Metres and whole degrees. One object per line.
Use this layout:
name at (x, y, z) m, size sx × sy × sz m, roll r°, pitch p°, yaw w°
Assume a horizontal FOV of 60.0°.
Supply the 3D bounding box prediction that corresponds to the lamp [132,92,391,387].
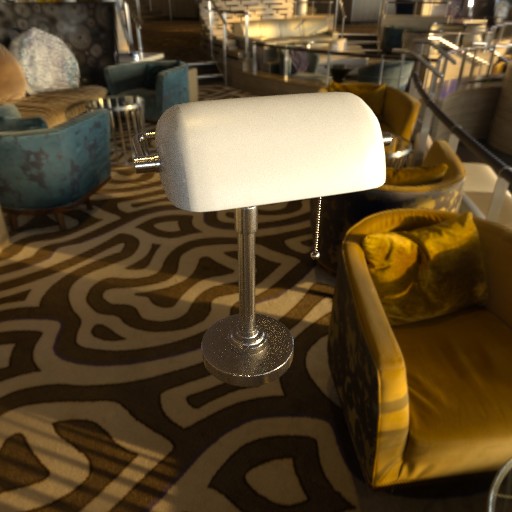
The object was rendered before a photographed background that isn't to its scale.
lamp at (0.000, 0.000, 0.564) m, size 0.269 × 0.404 × 0.227 m, roll -10°, pitch 32°, yaw -16°
